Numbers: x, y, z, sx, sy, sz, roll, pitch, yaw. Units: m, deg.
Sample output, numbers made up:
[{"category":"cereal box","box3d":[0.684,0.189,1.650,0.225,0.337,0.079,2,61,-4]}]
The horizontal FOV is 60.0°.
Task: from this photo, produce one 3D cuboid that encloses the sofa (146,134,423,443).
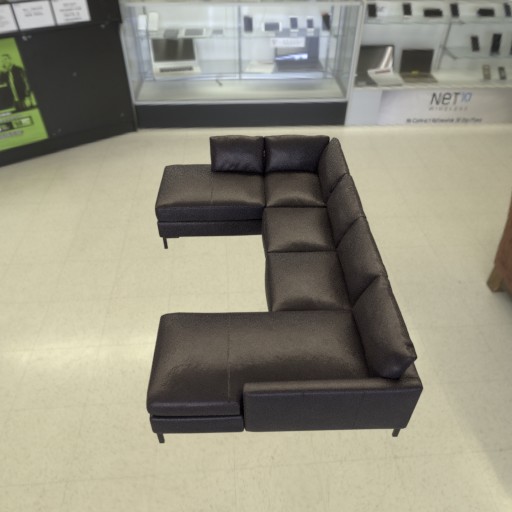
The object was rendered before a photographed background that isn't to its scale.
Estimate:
[{"category":"sofa","box3d":[0.000,0.000,3.859,1.939,0.900,2.956,-1,41,-1]}]
